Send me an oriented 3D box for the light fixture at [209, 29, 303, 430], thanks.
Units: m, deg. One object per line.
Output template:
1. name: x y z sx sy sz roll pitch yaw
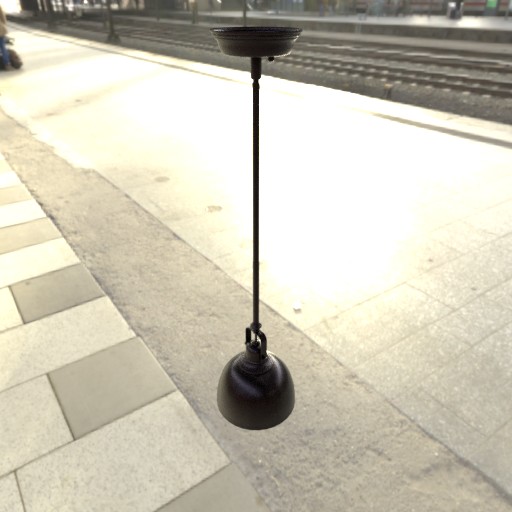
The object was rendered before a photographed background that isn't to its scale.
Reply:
1. light fixture: 0.000 0.000 0.842 0.182 0.768 0.182 -21 36 -32
